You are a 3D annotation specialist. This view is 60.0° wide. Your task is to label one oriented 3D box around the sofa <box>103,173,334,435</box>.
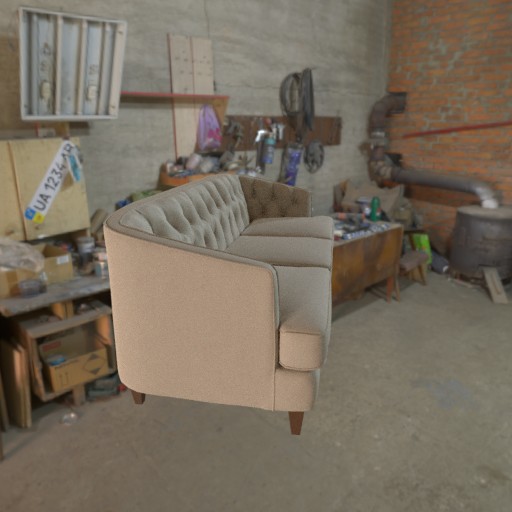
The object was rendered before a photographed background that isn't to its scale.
[{"bbox_3d":[0.000,0.000,2.725,0.941,0.855,2.278,3,16,10],"label":"sofa"}]
